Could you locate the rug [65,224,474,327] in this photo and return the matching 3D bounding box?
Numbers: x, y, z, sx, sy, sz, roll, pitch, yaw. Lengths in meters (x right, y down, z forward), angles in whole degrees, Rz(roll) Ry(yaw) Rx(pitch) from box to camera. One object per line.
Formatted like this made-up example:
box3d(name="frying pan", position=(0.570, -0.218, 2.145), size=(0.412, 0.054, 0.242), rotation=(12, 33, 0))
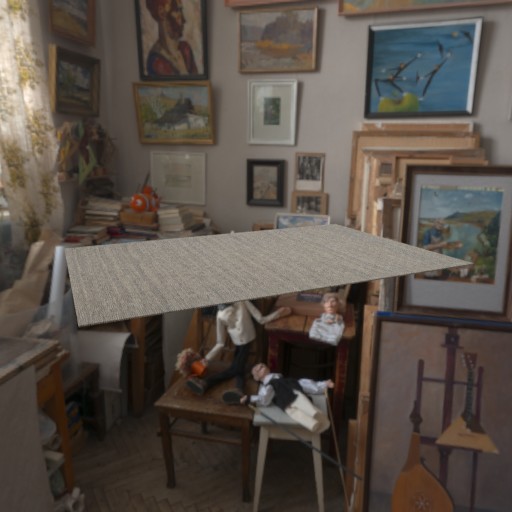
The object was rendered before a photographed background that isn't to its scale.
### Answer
box3d(name="rug", position=(0.000, 0.000, 2.251), size=(1.752, 0.006, 1.142), rotation=(-7, 16, -24))
